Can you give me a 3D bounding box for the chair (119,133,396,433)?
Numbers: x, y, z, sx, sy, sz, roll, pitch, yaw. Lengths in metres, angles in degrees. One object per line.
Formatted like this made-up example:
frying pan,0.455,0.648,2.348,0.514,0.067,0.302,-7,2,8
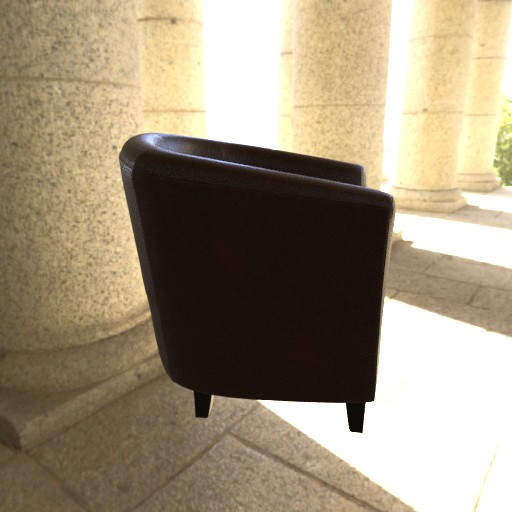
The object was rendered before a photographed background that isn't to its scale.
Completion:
chair,0.000,0.000,1.415,0.727,0.756,0.792,2,17,8
